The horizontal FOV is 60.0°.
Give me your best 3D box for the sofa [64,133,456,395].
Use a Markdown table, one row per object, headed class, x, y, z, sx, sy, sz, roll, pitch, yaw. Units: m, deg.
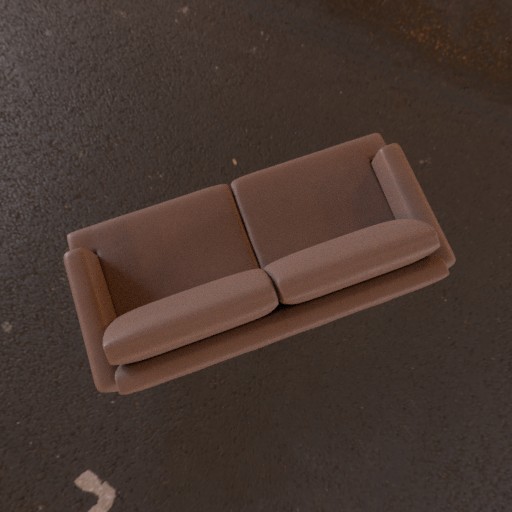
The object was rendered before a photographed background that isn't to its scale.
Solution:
| class | x | y | z | sx | sy | sz | roll | pitch | yaw |
| --- | --- | --- | --- | --- | --- | --- | --- | --- | --- |
| sofa | 0.000 | 0.000 | 2.439 | 1.940 | 0.765 | 0.974 | -19 | 76 | -5 |
